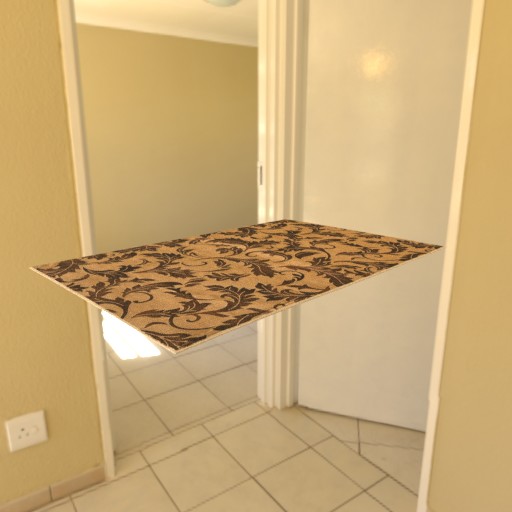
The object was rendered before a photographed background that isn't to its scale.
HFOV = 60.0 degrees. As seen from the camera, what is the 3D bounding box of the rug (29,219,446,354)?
[{"bbox_3d":[0.000,0.000,2.873,2.284,0.008,1.522,-14,21,-43],"label":"rug"}]
